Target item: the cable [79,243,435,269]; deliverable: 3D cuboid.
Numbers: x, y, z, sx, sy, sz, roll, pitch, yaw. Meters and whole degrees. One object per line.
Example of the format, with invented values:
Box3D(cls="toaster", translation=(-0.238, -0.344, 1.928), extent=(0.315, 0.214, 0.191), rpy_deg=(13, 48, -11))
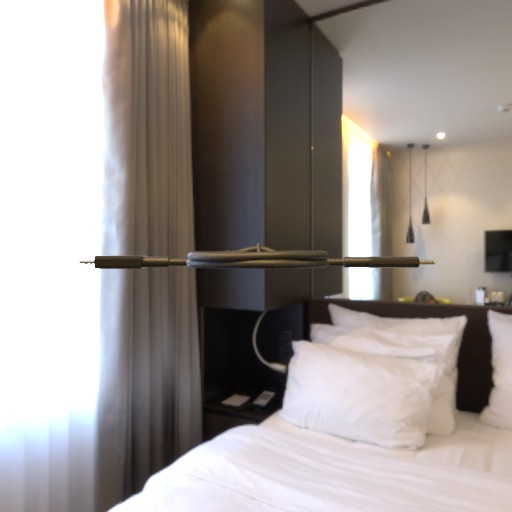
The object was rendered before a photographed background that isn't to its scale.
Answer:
Box3D(cls="cable", translation=(0.000, 0.000, 0.217), extent=(0.192, 0.014, 0.070), rpy_deg=(0, 0, 0))
